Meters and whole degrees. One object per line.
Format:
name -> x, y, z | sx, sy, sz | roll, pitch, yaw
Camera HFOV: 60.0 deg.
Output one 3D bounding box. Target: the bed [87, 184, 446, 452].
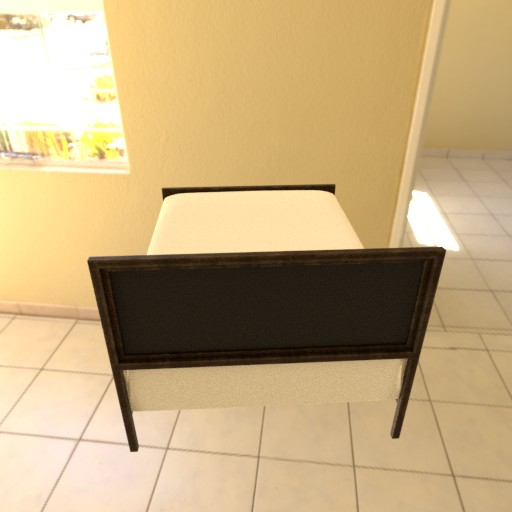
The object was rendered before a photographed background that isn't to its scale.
bed -> 0.000, 0.000, 3.262 | 1.607, 1.313, 2.221 | -2, 31, -3
